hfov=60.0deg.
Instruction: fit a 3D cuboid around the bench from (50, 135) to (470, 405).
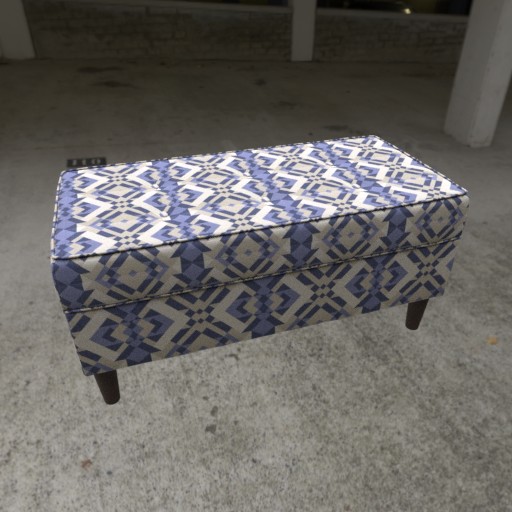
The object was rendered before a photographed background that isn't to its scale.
[{"bbox_3d":[0.000,0.000,1.297,1.016,0.477,0.492,-10,35,-15],"label":"bench"}]
